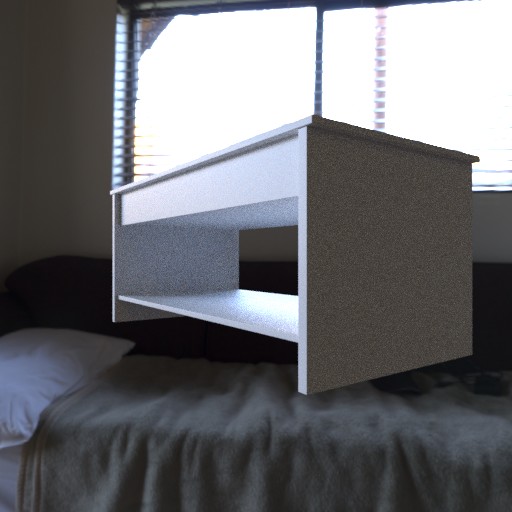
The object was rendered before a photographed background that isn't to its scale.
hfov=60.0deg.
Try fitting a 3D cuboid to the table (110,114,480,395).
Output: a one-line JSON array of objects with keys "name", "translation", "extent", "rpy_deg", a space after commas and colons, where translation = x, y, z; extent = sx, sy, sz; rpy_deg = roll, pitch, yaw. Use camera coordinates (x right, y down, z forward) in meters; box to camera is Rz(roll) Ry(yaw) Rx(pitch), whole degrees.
[{"name": "table", "translation": [0.000, 0.000, 1.239], "extent": [0.500, 0.441, 1.000], "rpy_deg": [0, 0, -36]}]
